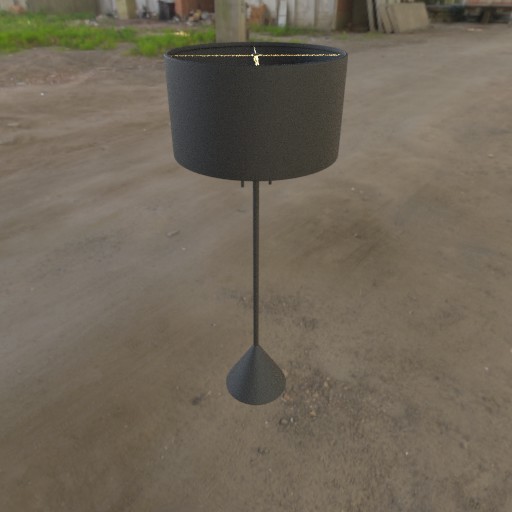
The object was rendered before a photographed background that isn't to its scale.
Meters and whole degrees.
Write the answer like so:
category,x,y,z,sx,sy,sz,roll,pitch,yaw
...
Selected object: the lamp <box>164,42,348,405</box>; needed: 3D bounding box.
category,x,y,z,sx,sy,sz,roll,pitch,yaw
lamp,0.000,0.000,1.809,0.580,1.526,0.580,-1,31,-2
